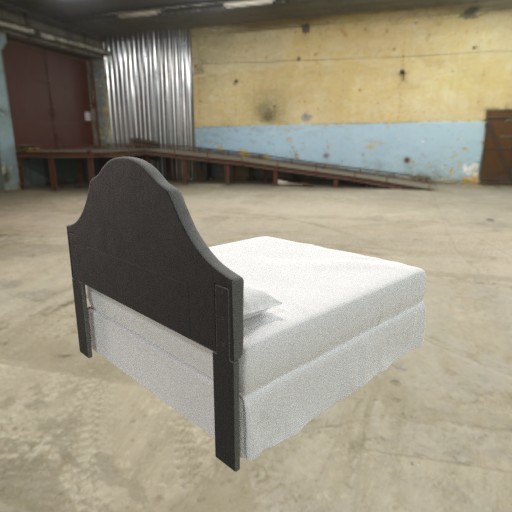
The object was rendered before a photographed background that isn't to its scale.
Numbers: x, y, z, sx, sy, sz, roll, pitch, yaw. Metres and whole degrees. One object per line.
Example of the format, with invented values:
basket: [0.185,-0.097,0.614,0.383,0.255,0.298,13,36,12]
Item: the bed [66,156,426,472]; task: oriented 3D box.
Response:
bed: [0.000,0.000,3.574,2.214,1.615,2.008,-14,20,-43]
